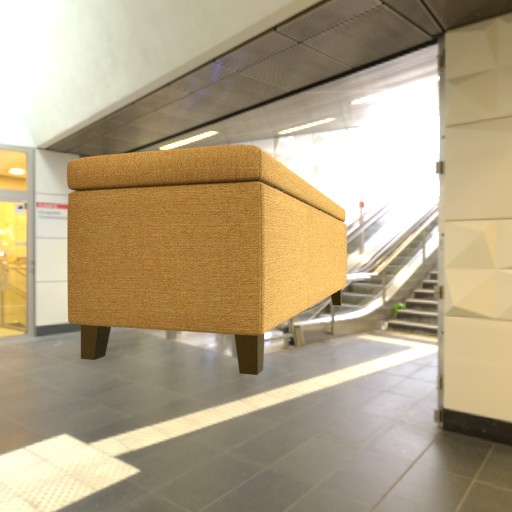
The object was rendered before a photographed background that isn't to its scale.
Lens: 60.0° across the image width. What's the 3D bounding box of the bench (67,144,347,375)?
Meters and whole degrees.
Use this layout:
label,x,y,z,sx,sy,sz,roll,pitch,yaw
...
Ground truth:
label,x,y,z,sx,sy,sz,roll,pitch,yaw
bench,0.000,0.000,1.459,0.446,0.438,1.269,0,0,19
